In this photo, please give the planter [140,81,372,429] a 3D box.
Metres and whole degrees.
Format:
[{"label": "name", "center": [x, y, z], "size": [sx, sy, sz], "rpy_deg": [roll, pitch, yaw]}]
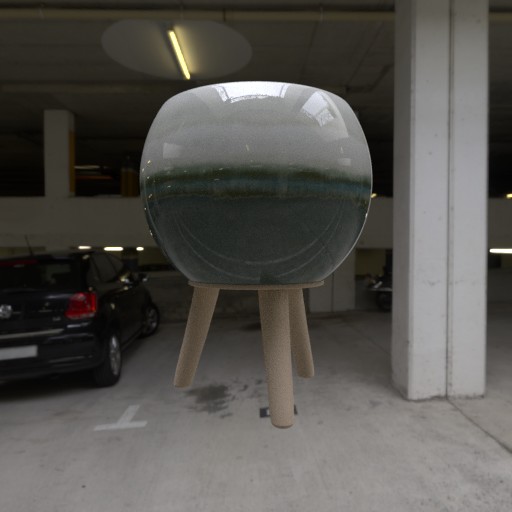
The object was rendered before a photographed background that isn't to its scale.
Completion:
[{"label": "planter", "center": [0.000, 0.000, 0.438], "size": [0.222, 0.278, 0.222], "rpy_deg": [0, 1, 0]}]
